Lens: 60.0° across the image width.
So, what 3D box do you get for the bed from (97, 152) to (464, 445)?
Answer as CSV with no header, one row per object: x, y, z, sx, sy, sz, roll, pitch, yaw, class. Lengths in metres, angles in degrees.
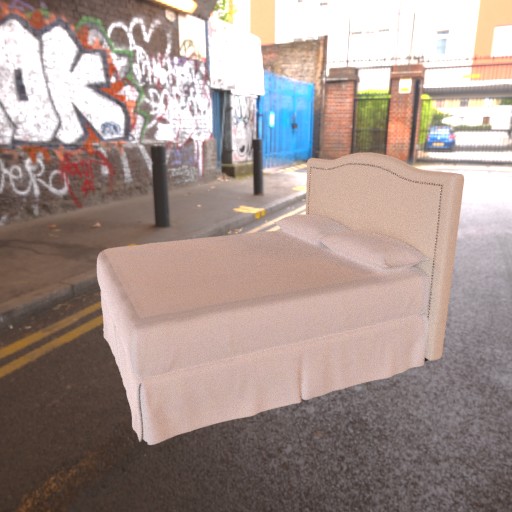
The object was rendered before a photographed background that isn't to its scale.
0.000,0.000,3.302,2.143,1.460,1.753,-7,18,-24,bed
